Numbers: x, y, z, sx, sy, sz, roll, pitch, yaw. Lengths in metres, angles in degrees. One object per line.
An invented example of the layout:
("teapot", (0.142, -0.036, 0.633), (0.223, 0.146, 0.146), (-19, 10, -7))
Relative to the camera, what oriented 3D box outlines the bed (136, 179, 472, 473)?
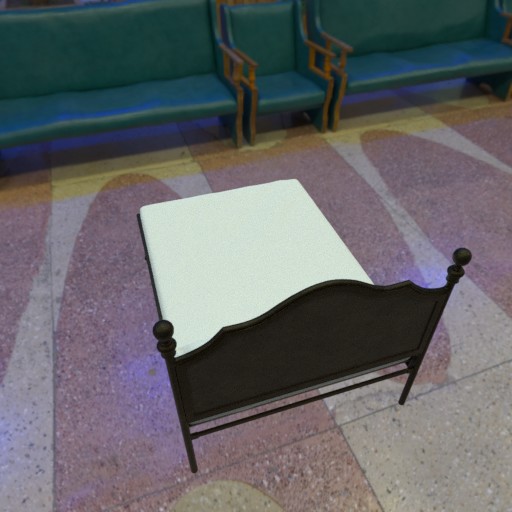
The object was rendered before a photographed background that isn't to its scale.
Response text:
("bed", (0.000, 0.000, 3.335), (1.642, 1.499, 2.224), (-12, 44, -13))
